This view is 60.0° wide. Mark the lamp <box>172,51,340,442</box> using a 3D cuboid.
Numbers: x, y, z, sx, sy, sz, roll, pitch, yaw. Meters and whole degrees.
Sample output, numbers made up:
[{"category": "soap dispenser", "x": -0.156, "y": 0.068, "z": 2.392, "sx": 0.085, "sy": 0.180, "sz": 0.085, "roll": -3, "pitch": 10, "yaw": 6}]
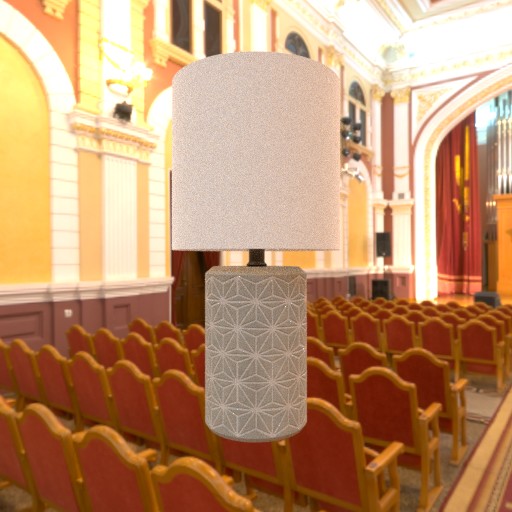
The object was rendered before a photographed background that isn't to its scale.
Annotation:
[{"category": "lamp", "x": 0.000, "y": 0.000, "z": 0.553, "sx": 0.206, "sy": 0.416, "sz": 0.206, "roll": 0, "pitch": 0, "yaw": 36}]
